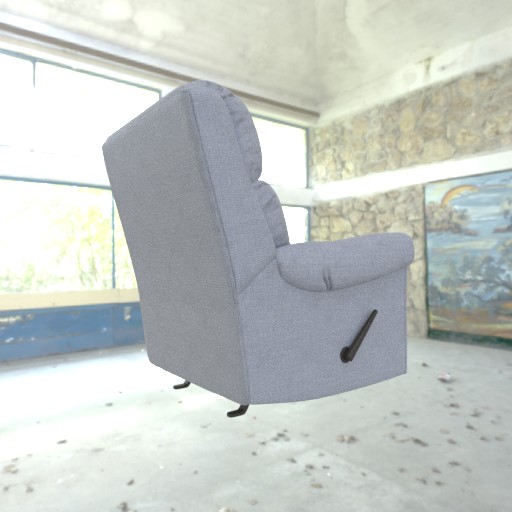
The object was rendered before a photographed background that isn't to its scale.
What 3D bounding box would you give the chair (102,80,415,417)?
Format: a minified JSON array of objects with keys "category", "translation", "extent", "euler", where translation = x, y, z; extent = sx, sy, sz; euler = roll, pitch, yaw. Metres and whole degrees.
[{"category":"chair","translation":[0.000,0.000,1.768],"extent":[1.014,1.054,0.838],"euler":[1,-1,-36]}]
